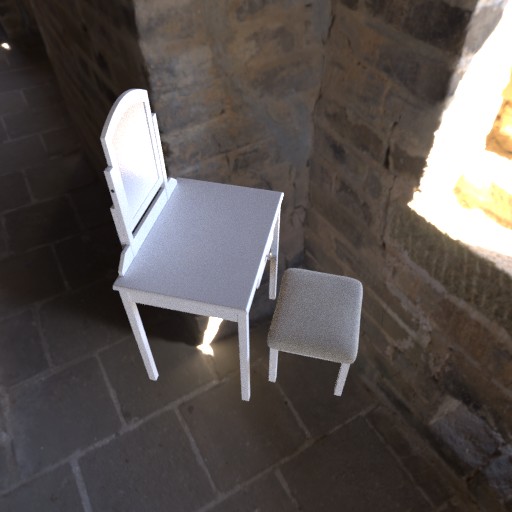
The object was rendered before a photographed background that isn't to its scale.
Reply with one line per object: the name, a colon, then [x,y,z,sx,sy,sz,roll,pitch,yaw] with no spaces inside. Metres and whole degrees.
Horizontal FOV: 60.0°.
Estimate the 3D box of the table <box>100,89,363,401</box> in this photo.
table: [0.000,0.000,2.329,1.211,1.631,0.876,10,47,9]
